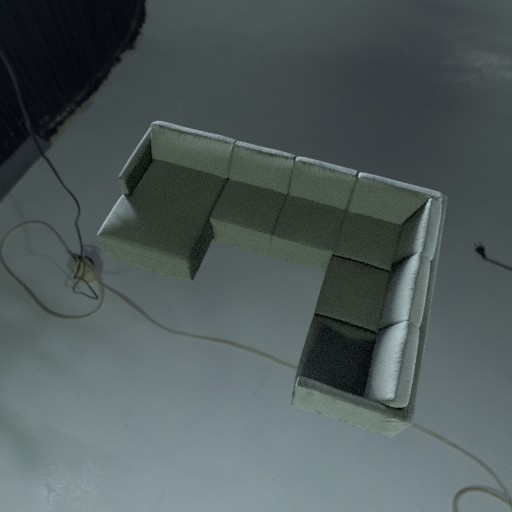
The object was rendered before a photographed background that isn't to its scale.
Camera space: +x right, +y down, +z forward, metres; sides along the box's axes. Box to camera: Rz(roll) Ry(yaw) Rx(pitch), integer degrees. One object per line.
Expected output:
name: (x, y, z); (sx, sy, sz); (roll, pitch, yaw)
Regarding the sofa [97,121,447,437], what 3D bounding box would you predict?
sofa: (0.000, 0.000, 4.558); (3.434, 0.869, 2.440); (16, 61, 10)
